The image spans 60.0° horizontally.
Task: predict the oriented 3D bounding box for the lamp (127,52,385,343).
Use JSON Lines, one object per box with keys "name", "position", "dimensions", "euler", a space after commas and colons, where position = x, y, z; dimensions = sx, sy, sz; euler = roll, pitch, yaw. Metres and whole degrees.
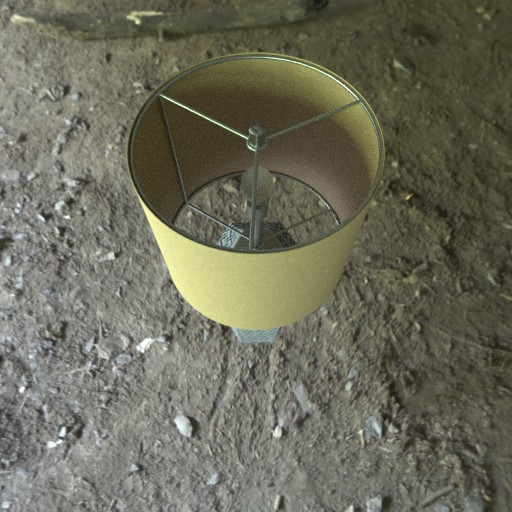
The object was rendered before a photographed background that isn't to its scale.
{"name": "lamp", "position": [0.000, 0.000, 0.838], "dimensions": [0.320, 0.682, 0.320], "euler": [30, 67, 14]}
